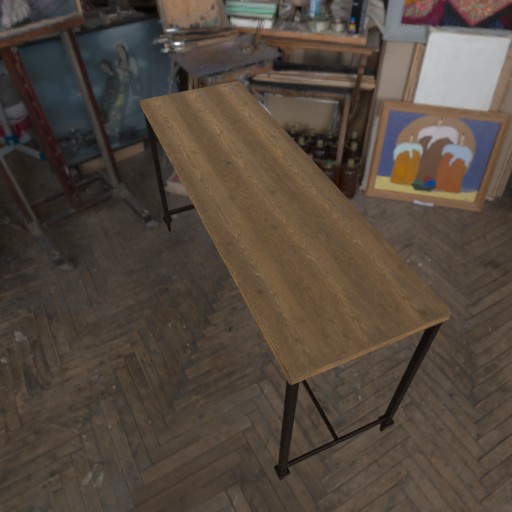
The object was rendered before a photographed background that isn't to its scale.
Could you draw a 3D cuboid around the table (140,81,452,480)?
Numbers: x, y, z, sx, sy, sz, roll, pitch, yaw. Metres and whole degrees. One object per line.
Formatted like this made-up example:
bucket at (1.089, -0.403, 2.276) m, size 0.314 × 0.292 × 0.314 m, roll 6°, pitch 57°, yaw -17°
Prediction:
table at (0.000, 0.000, 2.117) m, size 0.551 × 0.902 × 1.700 m, roll -18°, pitch 49°, yaw -16°
